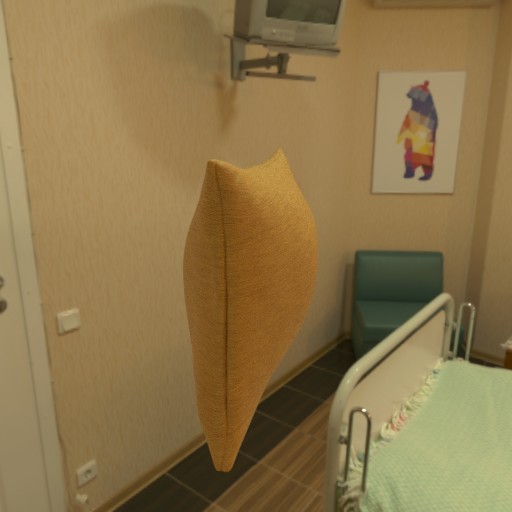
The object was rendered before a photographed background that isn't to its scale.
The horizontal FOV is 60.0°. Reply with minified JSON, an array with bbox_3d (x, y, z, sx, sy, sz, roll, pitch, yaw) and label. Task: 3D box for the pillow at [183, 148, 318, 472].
[{"bbox_3d":[0.000,0.000,0.761,0.210,0.354,0.634,2,14,8],"label":"pillow"}]
